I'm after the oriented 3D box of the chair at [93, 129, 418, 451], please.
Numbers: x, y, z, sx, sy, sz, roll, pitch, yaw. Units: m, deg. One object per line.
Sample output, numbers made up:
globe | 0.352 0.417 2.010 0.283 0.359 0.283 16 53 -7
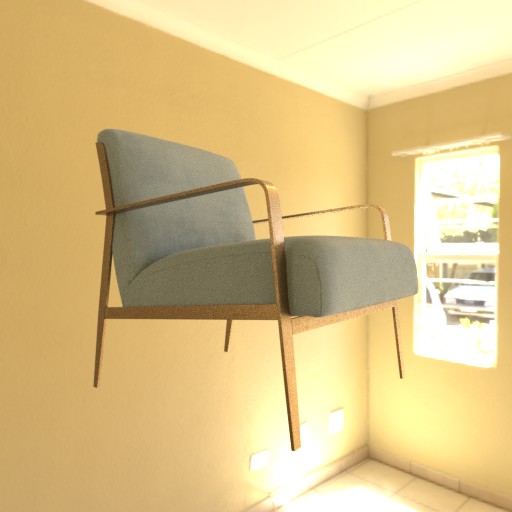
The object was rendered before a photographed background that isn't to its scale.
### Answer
chair | 0.000 0.000 1.402 0.842 0.824 0.701 0 1 37
